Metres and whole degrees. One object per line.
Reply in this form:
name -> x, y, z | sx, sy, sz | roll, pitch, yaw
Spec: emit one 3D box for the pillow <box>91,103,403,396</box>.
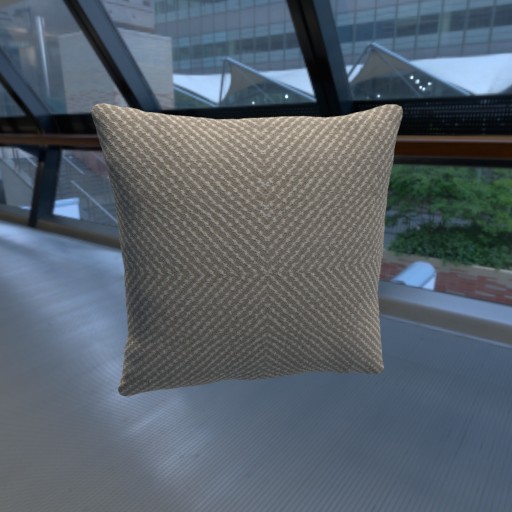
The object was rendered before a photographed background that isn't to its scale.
pillow -> 0.000, 0.000, 0.703 | 0.459, 0.458, 0.181 | -3, 17, -8
